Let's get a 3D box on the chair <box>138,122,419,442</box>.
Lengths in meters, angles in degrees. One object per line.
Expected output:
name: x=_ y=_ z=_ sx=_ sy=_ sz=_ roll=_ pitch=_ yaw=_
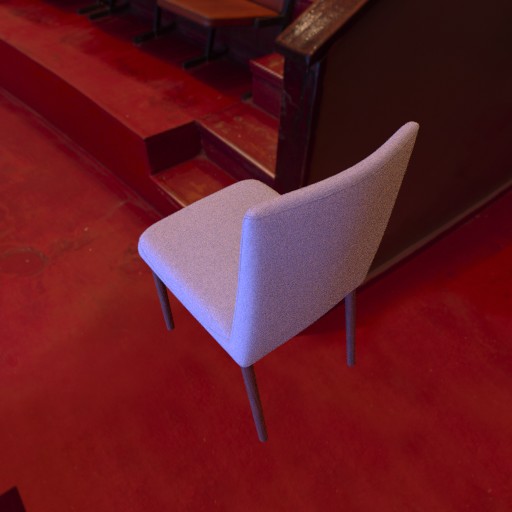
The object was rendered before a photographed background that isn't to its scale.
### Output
chair: x=0.000 y=0.000 z=1.188 sx=0.456 sy=0.859 sz=0.570 roll=-31 pitch=54 yaw=-26
